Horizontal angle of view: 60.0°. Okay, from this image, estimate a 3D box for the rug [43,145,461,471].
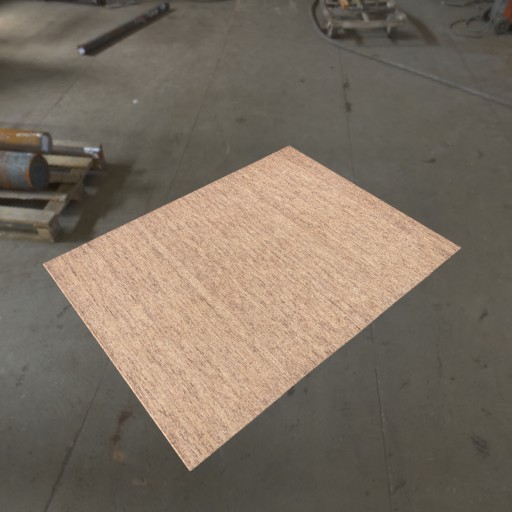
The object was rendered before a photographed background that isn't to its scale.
[{"bbox_3d":[0.000,0.000,4.266,3.205,0.013,2.448,-31,53,-27],"label":"rug"}]
